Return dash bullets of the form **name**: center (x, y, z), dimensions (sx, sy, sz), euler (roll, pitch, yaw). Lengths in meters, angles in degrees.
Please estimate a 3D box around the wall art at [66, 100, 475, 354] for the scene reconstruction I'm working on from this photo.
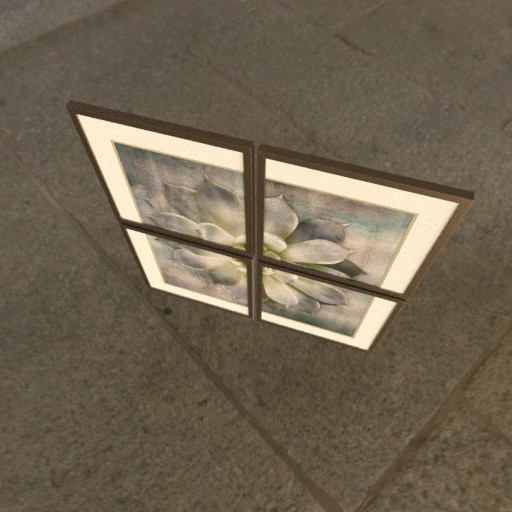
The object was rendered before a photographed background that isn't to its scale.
- **wall art**: center (0.000, 0.000, 1.519), dimensions (1.032, 1.032, 0.030), euler (15, 60, 9)
